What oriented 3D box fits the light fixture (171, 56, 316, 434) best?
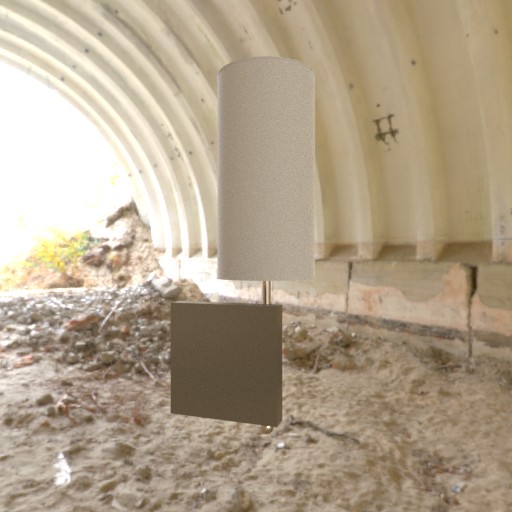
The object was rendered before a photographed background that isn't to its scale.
[{"bbox_3d":[0.000,0.000,0.538,0.128,0.462,0.208,0,0,19],"label":"light fixture"}]
